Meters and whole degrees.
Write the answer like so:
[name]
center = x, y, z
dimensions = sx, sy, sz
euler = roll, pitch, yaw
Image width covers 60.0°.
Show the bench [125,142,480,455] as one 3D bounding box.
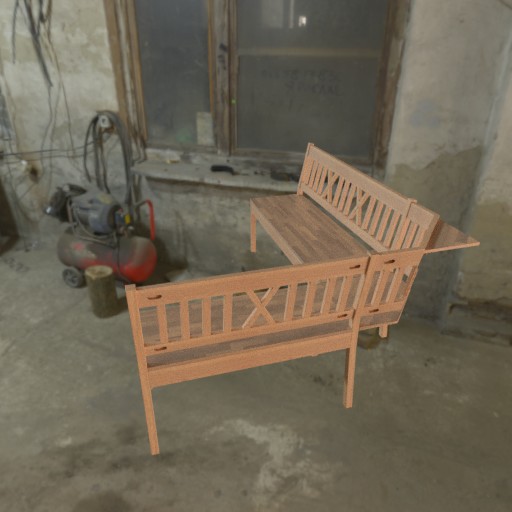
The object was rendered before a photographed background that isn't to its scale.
[bench]
center = 0.000, 0.000, 2.782
dimensions = 1.537, 0.902, 1.937
euler = -8, 28, -15
